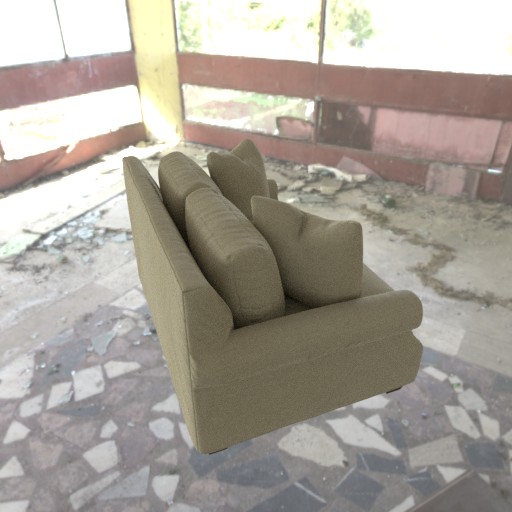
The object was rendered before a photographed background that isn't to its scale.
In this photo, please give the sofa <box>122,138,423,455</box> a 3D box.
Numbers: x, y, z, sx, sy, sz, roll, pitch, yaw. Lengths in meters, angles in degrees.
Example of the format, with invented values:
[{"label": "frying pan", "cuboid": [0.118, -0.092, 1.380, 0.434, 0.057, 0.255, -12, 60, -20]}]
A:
[{"label": "sofa", "cuboid": [0.000, 0.000, 2.242, 1.070, 0.905, 1.550, -11, 32, -19]}]
